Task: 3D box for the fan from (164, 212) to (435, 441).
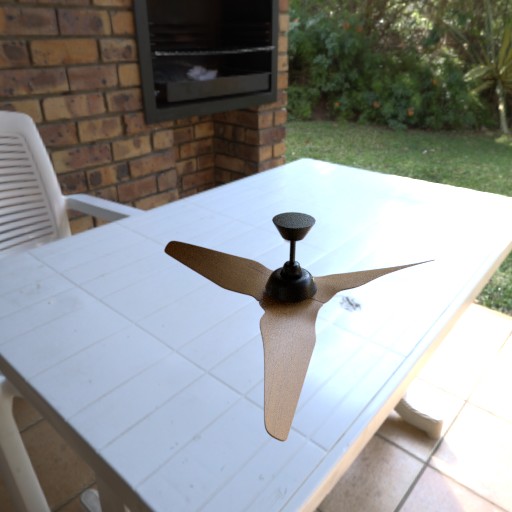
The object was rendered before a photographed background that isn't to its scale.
[{"bbox_3d":[0.000,0.000,1.636,1.010,0.355,1.142,18,32,32],"label":"fan"}]
